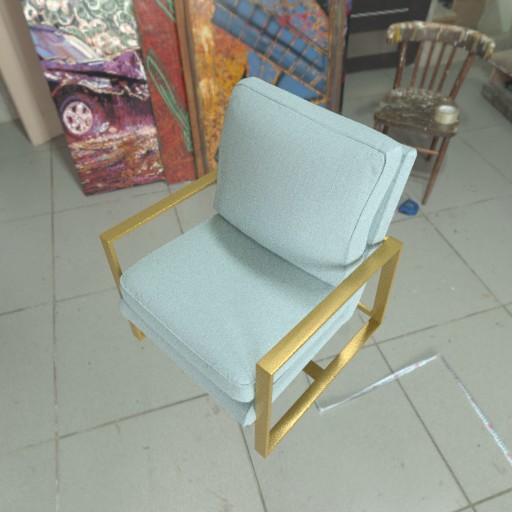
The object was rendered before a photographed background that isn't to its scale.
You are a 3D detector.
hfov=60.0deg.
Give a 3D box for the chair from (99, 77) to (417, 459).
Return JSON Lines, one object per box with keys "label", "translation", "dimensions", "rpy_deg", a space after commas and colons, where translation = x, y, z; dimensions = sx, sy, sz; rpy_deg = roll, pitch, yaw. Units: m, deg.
{"label": "chair", "translation": [0.000, 0.000, 1.557], "dimensions": [0.758, 0.956, 0.813], "rpy_deg": [34, 56, 28]}
